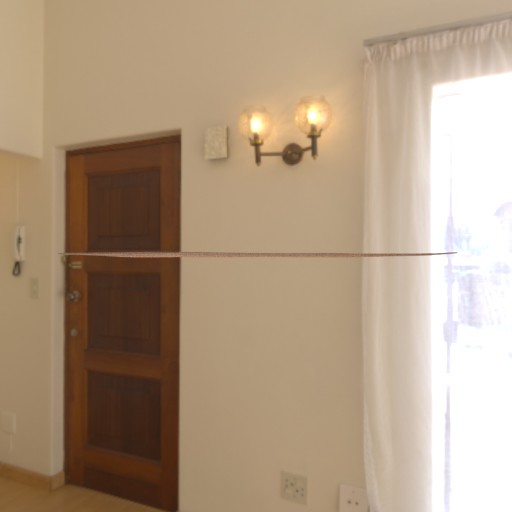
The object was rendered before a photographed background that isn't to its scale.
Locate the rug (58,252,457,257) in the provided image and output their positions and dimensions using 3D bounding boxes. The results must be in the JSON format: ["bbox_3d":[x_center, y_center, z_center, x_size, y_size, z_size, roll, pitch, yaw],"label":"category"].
[{"bbox_3d":[0.000,0.000,4.002,2.263,0.022,3.029,0,-1,-1],"label":"rug"}]
